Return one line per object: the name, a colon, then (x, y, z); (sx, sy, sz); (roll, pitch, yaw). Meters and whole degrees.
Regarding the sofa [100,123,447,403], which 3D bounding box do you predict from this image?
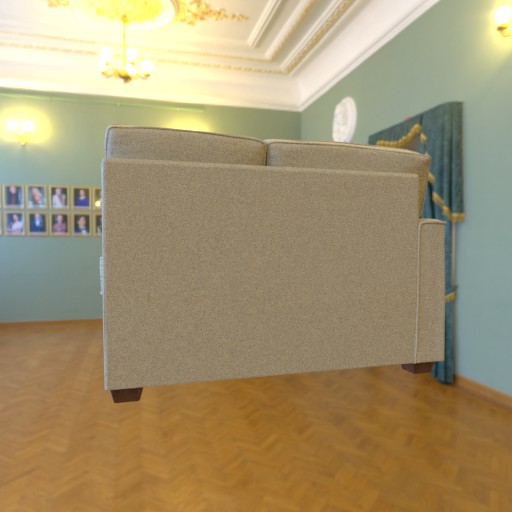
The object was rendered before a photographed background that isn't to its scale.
sofa: (0.000, 0.000, 2.110); (1.388, 0.989, 0.991); (0, 2, -17)
